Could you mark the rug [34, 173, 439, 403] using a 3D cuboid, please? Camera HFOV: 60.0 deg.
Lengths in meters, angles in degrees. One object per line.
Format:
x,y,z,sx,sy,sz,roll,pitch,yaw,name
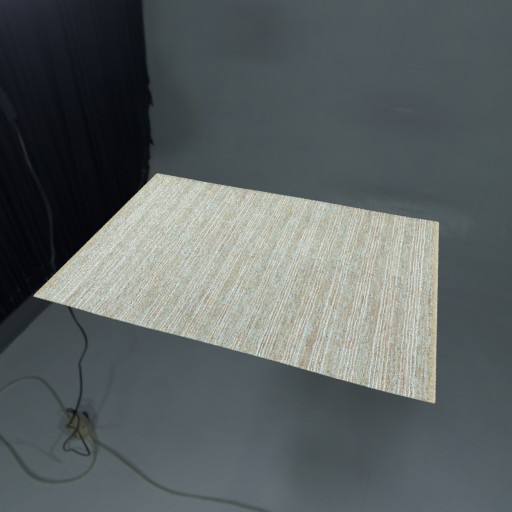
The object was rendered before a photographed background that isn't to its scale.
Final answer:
0.000,0.000,2.337,1.824,0.010,1.240,12,41,14,rug
